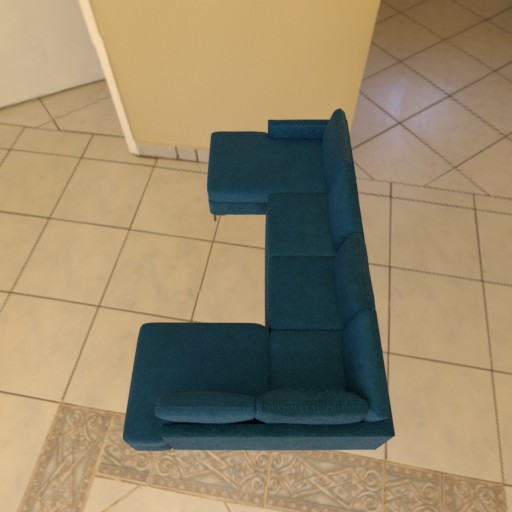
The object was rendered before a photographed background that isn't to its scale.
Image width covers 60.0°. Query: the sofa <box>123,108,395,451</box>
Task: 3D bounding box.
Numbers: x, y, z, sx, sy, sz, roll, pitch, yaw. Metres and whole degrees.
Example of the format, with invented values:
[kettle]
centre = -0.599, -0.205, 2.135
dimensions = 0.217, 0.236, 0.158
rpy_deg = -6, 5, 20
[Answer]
[sofa]
centre = 0.000, 0.000, 4.319
dimensions = 2.055, 0.992, 3.434
rpy_deg = 0, 58, 0
